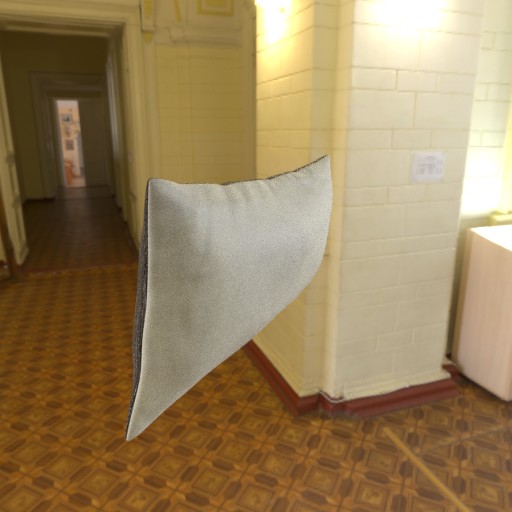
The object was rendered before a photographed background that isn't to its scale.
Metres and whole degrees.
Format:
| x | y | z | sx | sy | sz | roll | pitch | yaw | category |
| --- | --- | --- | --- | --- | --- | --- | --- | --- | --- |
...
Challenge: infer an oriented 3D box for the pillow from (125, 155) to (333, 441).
| x | y | z | sx | sy | sz | roll | pitch | yaw | category |
| --- | --- | --- | --- | --- | --- | --- | --- | --- | --- |
| 0.000 | 0.000 | 0.732 | 0.156 | 0.305 | 0.608 | 7 | 17 | 24 | pillow |
